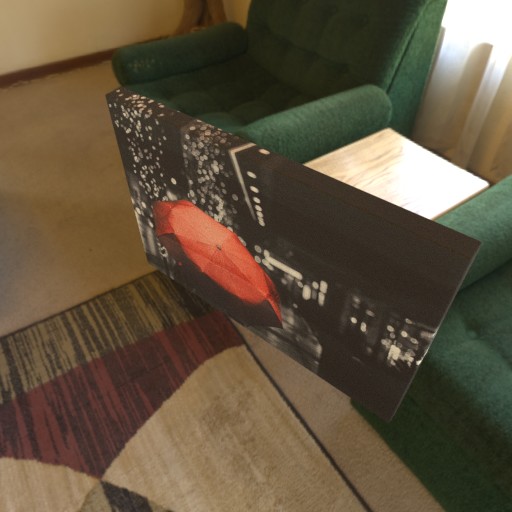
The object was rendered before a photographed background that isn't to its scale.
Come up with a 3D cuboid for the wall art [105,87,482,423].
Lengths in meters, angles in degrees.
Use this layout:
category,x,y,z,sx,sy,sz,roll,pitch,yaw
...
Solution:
category,x,y,z,sx,sy,sz,roll,pitch,yaw
wall art,0.000,0.000,0.755,0.609,0.406,0.037,30,53,26
